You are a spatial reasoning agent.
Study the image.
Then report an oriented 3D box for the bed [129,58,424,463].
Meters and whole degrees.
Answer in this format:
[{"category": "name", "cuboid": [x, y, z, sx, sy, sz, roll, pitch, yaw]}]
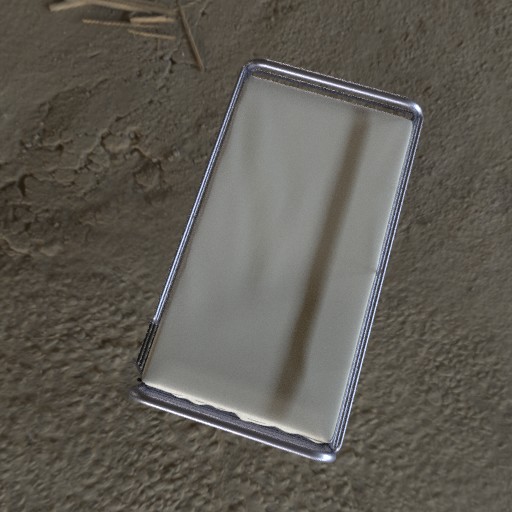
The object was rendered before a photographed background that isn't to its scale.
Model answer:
[{"category": "bed", "cuboid": [0.000, 0.000, 2.914, 1.415, 1.288, 1.965, 17, 78, 4]}]
